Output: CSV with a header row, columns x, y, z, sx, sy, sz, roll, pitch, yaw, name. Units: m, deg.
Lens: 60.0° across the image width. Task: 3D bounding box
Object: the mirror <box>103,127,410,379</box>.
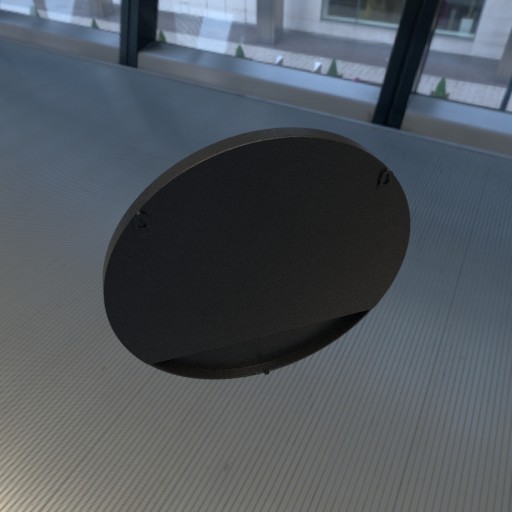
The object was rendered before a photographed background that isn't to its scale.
x,y,z,sx,sy,sz,roll,pitch,yaw,name
0.000,0.000,0.692,0.457,0.457,0.133,-12,43,-13,mirror
